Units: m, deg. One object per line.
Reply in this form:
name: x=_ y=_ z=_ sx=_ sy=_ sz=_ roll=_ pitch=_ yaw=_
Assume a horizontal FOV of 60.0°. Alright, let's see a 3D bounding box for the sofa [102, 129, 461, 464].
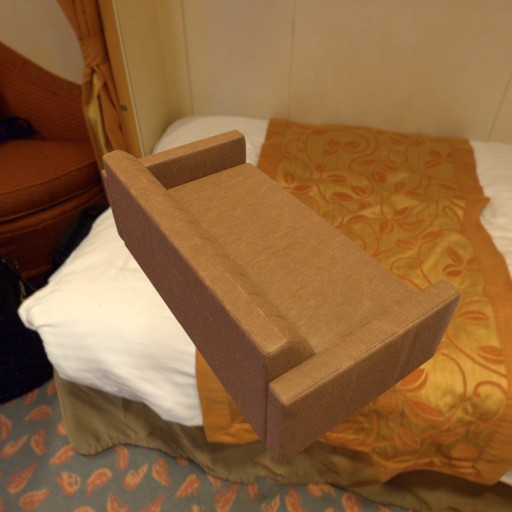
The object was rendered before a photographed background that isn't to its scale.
sofa: x=0.000 y=0.000 z=2.418 sx=0.993 sy=0.821 sz=1.847 roll=-24 pitch=48 yaw=-24
